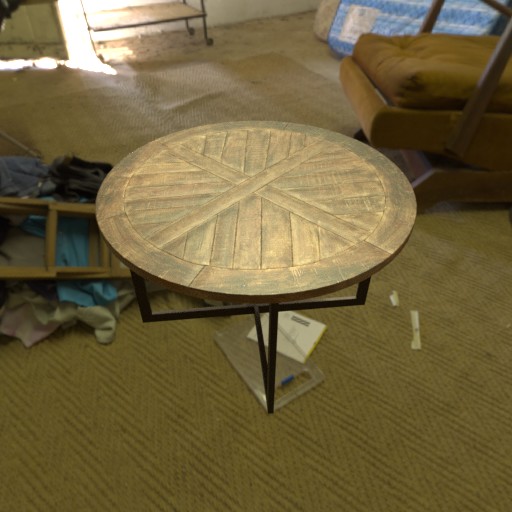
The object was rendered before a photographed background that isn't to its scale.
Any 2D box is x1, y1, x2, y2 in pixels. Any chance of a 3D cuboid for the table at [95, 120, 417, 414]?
[{"bbox_3d":[0.000,0.000,2.050,1.264,0.762,1.264,0,40,0],"label":"table"}]
